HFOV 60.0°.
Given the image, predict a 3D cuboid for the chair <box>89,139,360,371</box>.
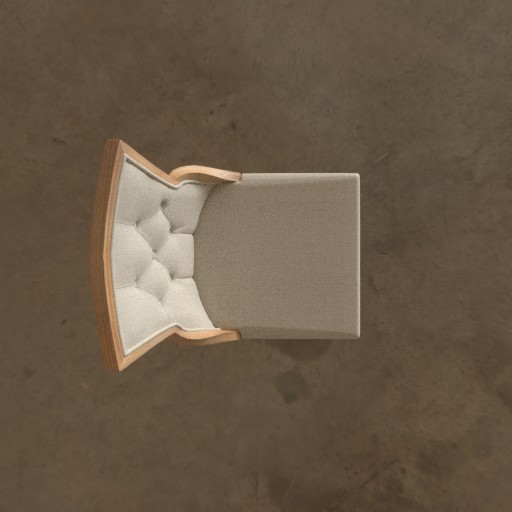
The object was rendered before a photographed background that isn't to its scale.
[{"bbox_3d":[0.000,0.000,1.336,0.641,0.947,0.524,0,90,1],"label":"chair"}]
